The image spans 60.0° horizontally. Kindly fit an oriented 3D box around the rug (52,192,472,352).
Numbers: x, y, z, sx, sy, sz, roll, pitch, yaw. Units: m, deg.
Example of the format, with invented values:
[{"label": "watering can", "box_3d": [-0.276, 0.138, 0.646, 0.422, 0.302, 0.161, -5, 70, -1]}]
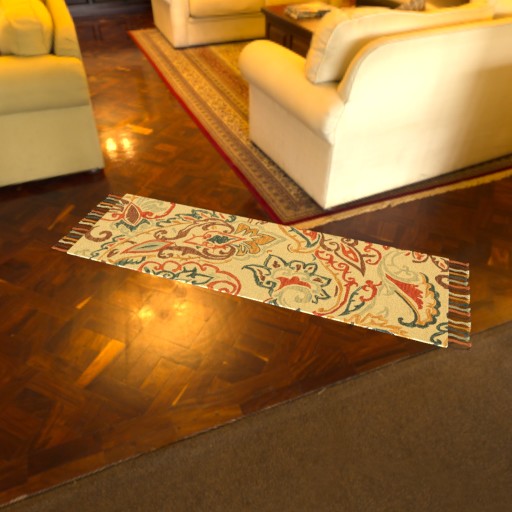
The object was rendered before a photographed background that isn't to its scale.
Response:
[{"label": "rug", "box_3d": [0.000, 0.000, 2.957, 2.682, 0.015, 0.763, 13, 42, 14]}]
